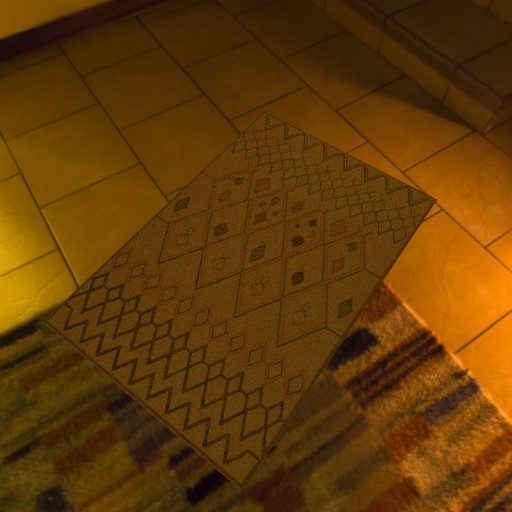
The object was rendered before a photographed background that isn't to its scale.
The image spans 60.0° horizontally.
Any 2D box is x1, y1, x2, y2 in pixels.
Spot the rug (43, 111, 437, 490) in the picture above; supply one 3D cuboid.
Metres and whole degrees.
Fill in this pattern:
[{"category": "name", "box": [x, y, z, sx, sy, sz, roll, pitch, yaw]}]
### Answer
[{"category": "rug", "box": [0.000, 0.000, 2.339, 1.219, 0.016, 1.829, 33, 65, 18]}]
